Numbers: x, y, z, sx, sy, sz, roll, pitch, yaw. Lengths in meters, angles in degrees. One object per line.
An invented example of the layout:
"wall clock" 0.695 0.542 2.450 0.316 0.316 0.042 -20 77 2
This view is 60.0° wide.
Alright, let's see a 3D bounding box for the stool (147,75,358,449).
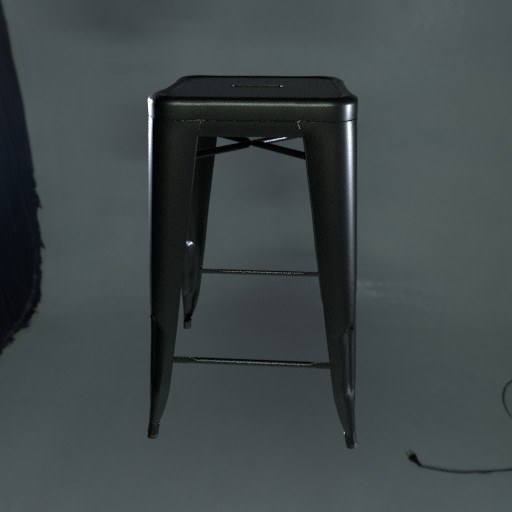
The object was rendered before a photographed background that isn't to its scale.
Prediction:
"stool" 0.000 0.000 0.837 0.399 0.609 0.359 1 29 3
